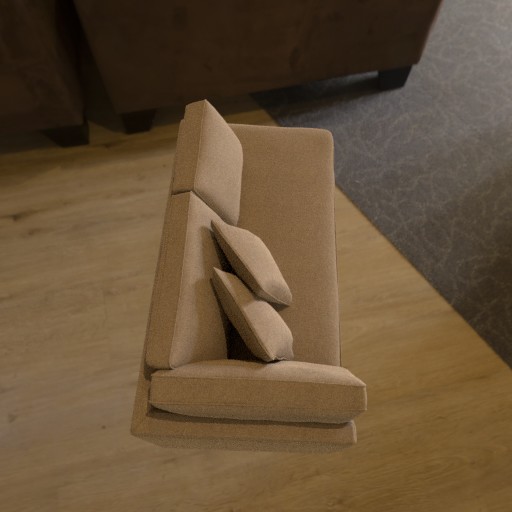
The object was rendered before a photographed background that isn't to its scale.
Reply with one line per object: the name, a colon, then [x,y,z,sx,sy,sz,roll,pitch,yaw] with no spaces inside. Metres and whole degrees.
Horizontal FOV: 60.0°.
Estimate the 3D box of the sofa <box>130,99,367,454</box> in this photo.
sofa: [0.000,0.000,2.823,1.110,1.019,2.238,2,63,1]
